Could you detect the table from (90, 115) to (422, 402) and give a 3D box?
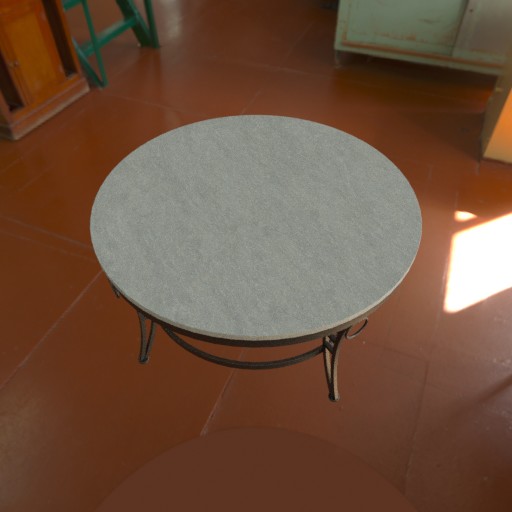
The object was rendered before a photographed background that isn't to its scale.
[{"bbox_3d":[0.000,0.000,1.397,0.889,0.470,0.889,0,47,0],"label":"table"}]
